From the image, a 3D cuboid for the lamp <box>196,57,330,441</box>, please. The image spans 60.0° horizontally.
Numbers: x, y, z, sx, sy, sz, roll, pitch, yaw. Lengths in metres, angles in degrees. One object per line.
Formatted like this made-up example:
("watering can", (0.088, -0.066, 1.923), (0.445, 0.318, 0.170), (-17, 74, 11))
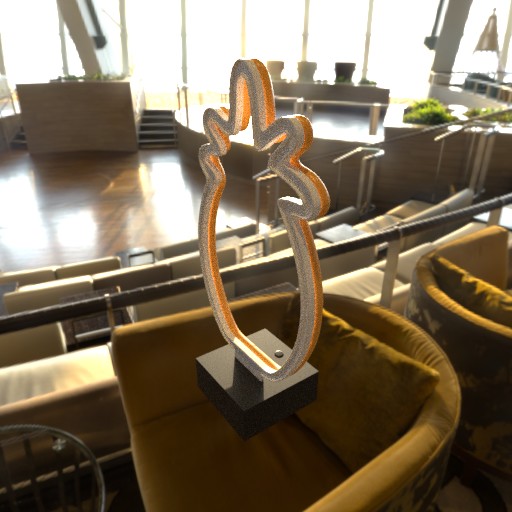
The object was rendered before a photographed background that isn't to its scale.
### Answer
("lamp", (0.000, 0.000, 0.388), (0.088, 0.317, 0.167), (-18, 31, -31))
